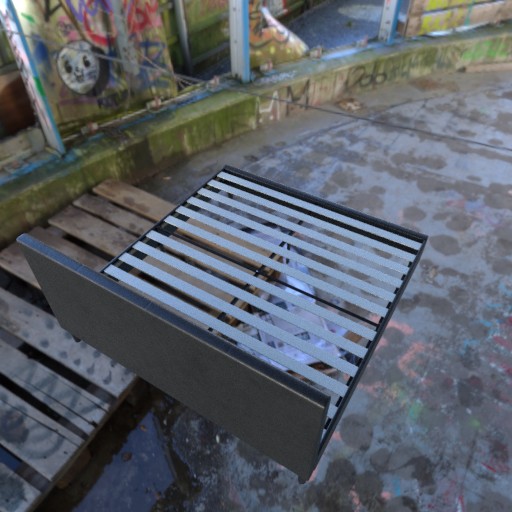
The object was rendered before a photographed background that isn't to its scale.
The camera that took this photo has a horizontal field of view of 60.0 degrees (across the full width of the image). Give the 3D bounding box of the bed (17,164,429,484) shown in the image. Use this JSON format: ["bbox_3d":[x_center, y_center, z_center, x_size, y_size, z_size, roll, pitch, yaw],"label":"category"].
[{"bbox_3d":[0.000,0.000,3.258,2.018,1.046,2.152,23,49,22],"label":"bed"}]
